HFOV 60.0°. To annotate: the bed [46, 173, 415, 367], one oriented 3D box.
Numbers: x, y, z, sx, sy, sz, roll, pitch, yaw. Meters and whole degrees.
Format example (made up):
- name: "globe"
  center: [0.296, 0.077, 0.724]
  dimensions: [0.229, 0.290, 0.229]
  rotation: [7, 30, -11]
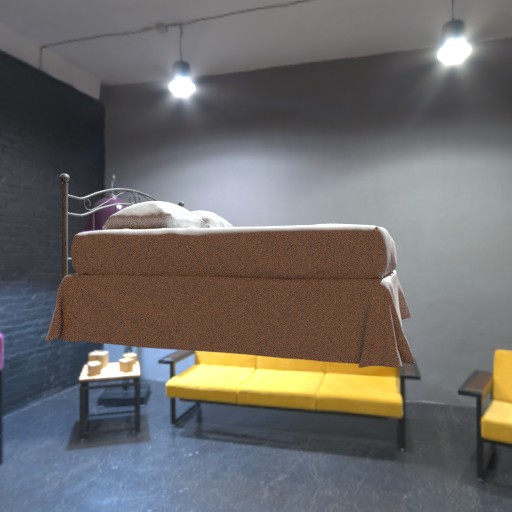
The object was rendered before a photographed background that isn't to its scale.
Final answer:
- name: "bed"
  center: [0.000, 0.000, 3.321]
  dimensions: [2.215, 1.080, 1.936]
  rotation: [0, 0, 19]
